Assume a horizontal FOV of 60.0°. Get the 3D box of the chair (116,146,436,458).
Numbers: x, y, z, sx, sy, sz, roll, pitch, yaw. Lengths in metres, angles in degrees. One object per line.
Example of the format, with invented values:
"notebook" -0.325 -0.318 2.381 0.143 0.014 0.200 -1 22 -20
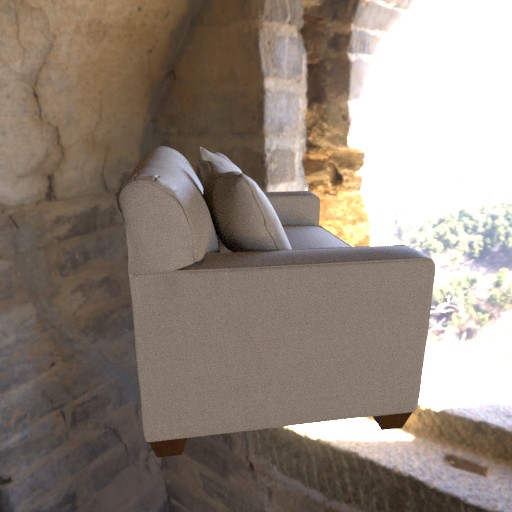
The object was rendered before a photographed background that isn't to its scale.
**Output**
"chair" 0.000 0.000 2.012 1.000 0.948 1.383 -3 17 -9
